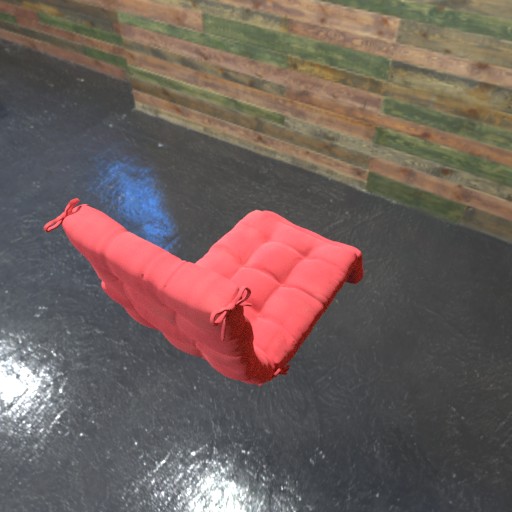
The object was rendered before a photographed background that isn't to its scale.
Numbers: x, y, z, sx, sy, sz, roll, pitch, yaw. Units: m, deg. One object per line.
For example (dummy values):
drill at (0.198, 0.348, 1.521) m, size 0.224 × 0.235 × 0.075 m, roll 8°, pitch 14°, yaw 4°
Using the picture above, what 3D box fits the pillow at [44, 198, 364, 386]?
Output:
pillow at (0.000, 0.000, 1.488) m, size 0.526 × 0.863 × 1.016 m, roll 26°, pitch 52°, yaw 23°
